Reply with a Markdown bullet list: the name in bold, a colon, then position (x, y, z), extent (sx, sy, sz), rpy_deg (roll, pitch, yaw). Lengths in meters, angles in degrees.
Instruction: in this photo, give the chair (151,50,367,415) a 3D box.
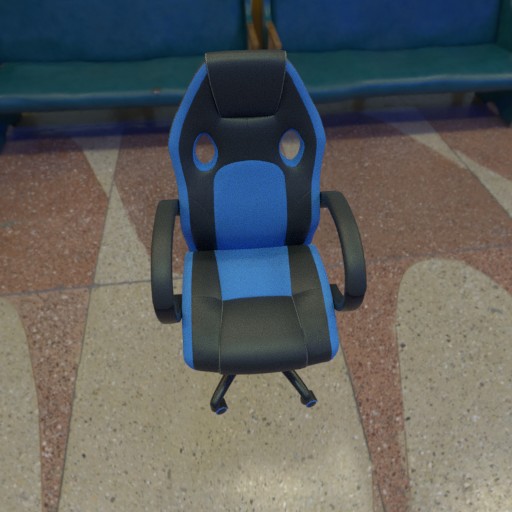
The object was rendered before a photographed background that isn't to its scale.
- **chair**: position (0.000, 0.000, 1.583), extent (0.673, 1.187, 0.724), rpy_deg (-4, 45, -4)
